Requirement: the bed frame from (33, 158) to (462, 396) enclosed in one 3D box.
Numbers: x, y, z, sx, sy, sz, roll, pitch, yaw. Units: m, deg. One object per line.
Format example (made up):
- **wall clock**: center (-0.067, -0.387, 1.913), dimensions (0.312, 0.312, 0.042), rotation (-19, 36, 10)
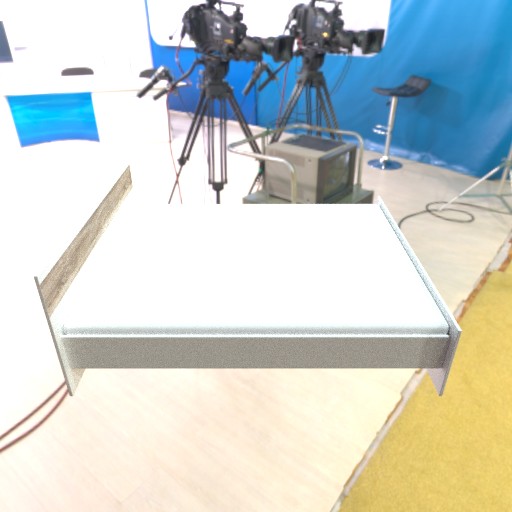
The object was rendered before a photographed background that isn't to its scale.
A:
- **bed frame**: center (0.000, 0.000, 2.992), dimensions (2.060, 0.800, 1.720), rotation (0, 31, 0)
